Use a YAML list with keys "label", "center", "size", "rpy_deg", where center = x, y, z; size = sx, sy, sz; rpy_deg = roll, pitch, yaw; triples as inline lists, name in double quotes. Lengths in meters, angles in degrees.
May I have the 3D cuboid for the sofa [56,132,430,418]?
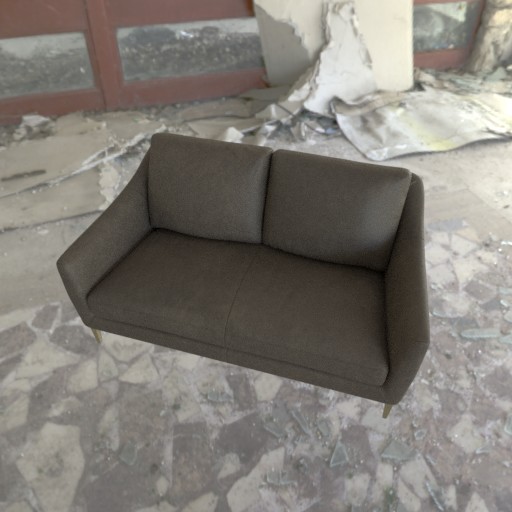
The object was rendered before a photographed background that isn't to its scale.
- label: "sofa"
  center: [0.000, 0.000, 2.229]
  size: [1.619, 0.902, 0.960]
  rpy_deg: [11, 42, 13]
